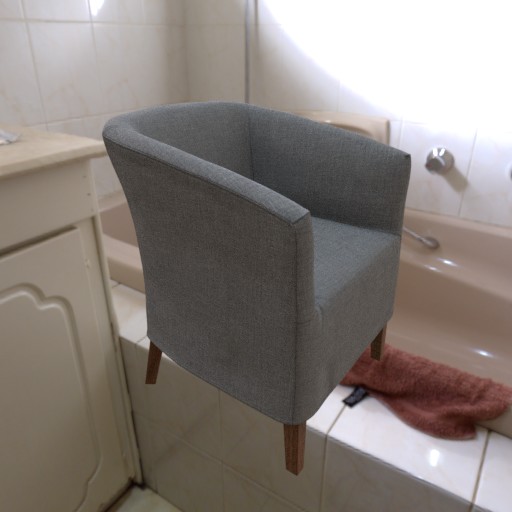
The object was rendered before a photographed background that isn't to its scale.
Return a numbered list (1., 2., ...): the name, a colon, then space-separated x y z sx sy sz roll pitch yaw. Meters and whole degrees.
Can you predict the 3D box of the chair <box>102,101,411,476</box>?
1. chair: 0.000 0.000 1.254 0.668 0.771 0.600 17 31 32
